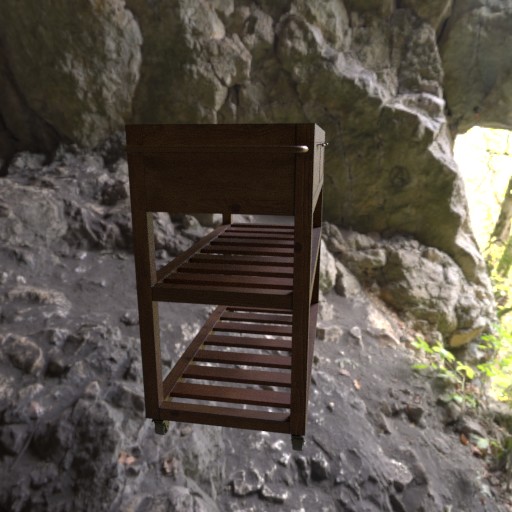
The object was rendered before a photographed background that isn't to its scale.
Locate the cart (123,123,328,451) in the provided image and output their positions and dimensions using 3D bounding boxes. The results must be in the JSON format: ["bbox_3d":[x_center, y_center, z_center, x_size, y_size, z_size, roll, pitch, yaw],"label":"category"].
[{"bbox_3d":[0.000,0.000,1.509,0.445,0.830,1.065,3,15,10],"label":"cart"}]
